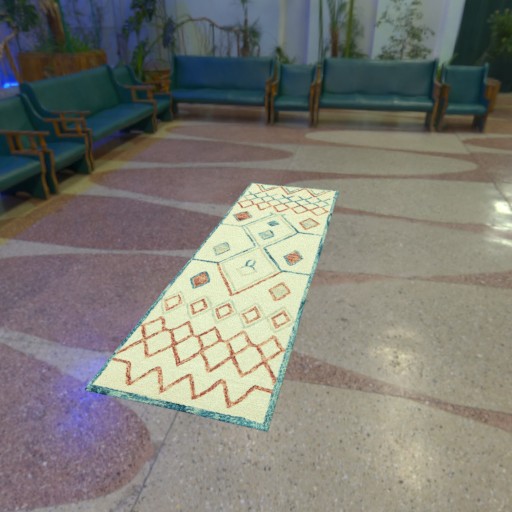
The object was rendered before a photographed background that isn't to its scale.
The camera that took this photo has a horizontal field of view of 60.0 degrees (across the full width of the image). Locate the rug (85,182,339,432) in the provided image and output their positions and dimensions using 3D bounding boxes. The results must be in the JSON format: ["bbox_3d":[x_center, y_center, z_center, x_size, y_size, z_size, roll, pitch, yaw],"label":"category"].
[{"bbox_3d":[0.000,0.000,2.691,0.750,0.011,2.435,8,30,13],"label":"rug"}]
